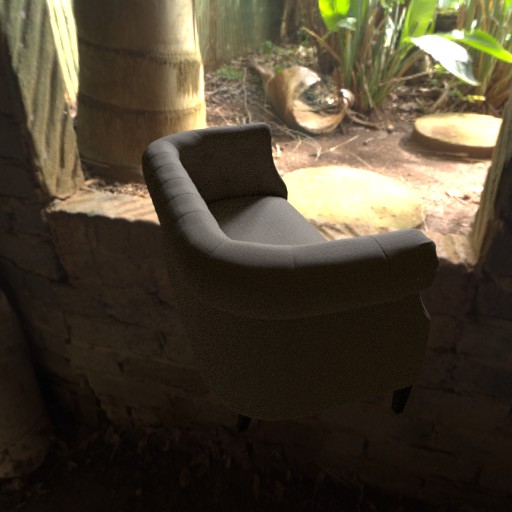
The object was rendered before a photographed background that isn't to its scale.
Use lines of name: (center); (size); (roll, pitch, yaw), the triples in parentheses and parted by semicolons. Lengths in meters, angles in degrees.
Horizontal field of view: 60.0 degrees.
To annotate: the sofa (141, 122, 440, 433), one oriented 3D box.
sofa: (0.000, 0.000, 2.002); (0.835, 0.827, 1.558); (-10, 32, -16)
